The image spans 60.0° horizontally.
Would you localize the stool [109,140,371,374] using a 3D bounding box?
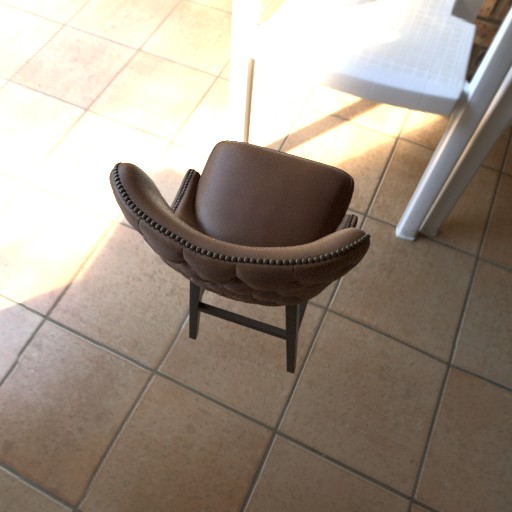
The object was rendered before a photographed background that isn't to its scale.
[{"bbox_3d":[0.000,0.000,1.456,0.591,1.087,0.606,17,65,8],"label":"stool"}]
